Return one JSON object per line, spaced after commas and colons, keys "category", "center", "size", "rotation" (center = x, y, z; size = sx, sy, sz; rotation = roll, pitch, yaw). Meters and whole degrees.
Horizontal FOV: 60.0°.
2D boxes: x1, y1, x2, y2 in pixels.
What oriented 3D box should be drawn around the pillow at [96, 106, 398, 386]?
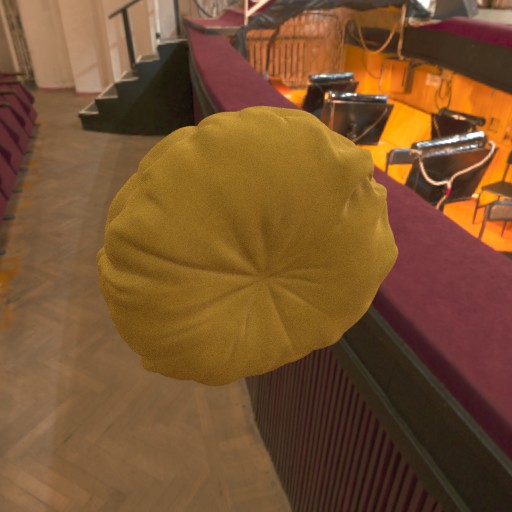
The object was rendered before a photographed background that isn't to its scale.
{"category": "pillow", "center": [0.000, 0.000, 0.633], "size": [0.428, 0.407, 0.148], "rotation": [-10, 33, -16]}
